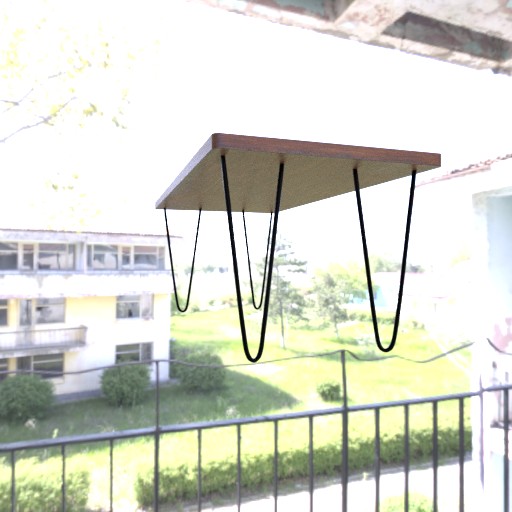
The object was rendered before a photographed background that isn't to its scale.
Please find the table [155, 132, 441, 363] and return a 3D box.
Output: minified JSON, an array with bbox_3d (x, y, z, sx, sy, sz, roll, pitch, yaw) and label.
[{"bbox_3d":[0.000,0.000,2.359,0.883,0.753,1.791,0,-1,-19],"label":"table"}]
